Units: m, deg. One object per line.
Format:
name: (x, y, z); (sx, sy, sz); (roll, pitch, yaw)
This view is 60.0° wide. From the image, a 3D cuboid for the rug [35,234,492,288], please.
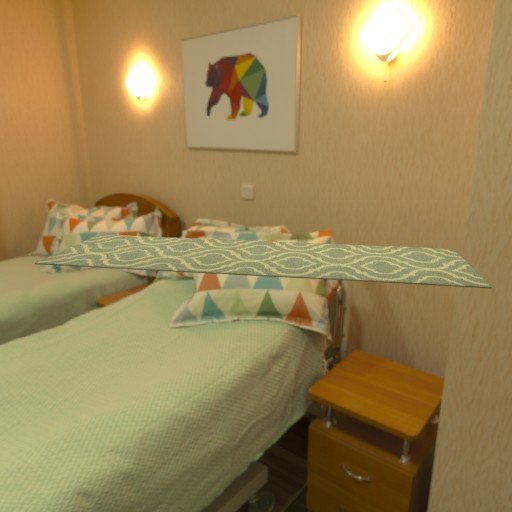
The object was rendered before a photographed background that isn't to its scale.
rug: (0.000, 0.000, 2.496); (2.275, 0.009, 0.684); (3, 16, 9)
